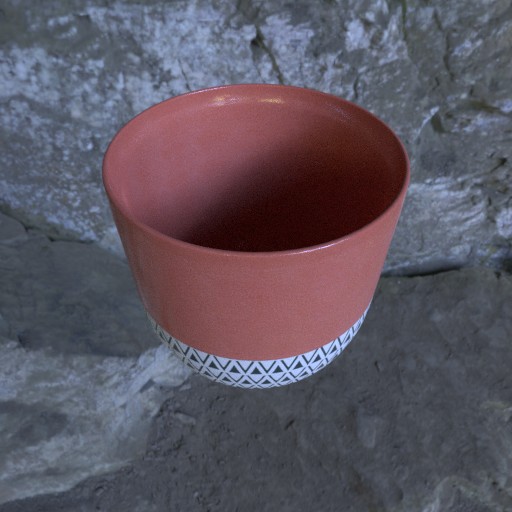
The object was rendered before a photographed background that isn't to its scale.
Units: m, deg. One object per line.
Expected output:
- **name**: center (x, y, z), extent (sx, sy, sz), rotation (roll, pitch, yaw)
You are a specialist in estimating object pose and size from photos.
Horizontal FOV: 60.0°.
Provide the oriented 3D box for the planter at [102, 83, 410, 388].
- **planter**: center (0.000, 0.000, 0.487), extent (0.266, 0.270, 0.266), rotation (0, 45, 0)
